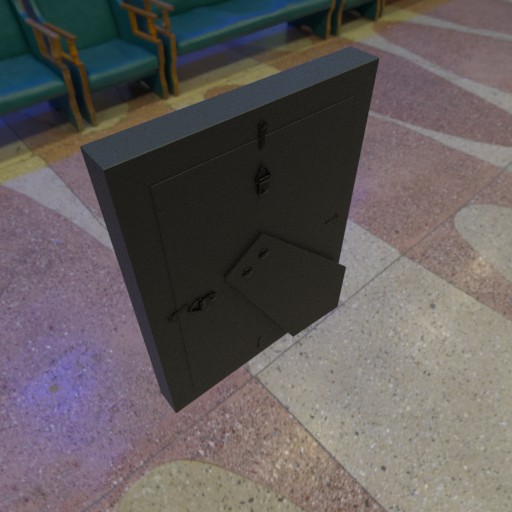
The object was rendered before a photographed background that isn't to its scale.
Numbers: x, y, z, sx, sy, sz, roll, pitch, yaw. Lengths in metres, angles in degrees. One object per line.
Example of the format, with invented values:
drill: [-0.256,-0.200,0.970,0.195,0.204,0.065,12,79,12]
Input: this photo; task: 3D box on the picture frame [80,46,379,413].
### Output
picture frame: [0.000,0.000,0.277,0.157,0.208,0.028,-31,54,-26]
